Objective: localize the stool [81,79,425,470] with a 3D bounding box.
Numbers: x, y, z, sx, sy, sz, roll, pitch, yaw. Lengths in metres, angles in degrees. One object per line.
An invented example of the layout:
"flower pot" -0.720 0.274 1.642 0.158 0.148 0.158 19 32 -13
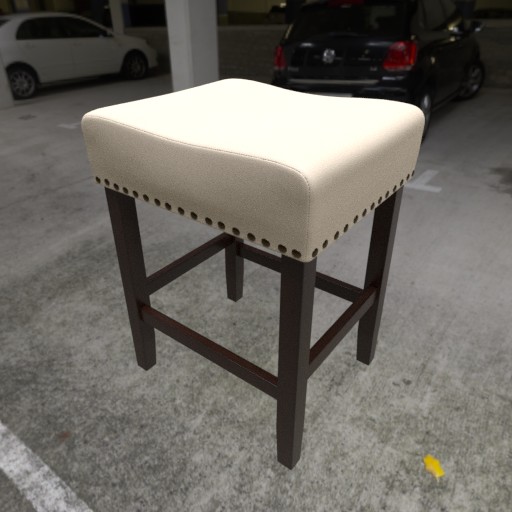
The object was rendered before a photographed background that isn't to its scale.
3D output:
"stool" 0.000 0.000 0.925 0.471 0.609 0.401 22 38 31
